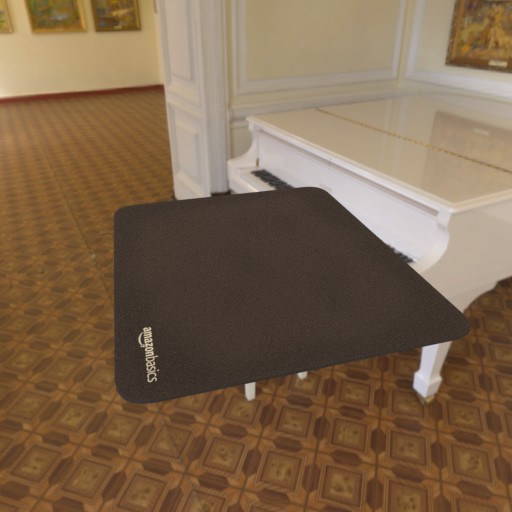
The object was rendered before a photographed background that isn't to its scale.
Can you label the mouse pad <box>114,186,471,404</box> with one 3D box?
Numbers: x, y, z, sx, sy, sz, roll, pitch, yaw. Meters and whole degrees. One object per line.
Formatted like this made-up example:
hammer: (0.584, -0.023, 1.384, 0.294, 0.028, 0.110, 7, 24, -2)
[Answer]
mouse pad: (0.000, 0.000, 0.342, 0.211, 0.002, 0.249, -8, 31, -13)
